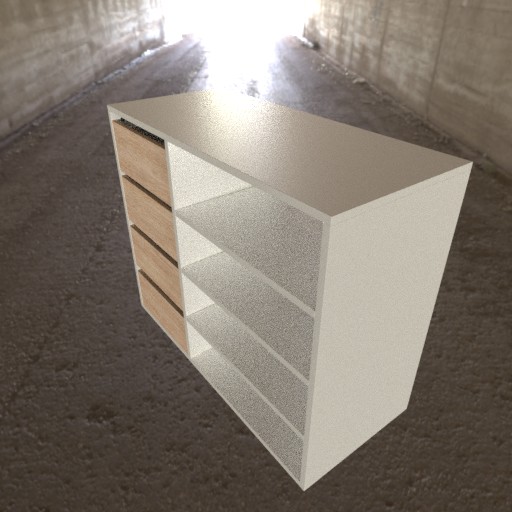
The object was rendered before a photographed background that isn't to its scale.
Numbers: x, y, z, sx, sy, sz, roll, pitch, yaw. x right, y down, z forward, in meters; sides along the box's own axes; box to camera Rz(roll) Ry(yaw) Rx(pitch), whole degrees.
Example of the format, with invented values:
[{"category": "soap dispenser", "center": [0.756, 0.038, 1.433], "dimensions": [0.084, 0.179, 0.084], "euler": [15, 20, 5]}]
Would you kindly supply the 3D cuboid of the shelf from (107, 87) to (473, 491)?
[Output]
[{"category": "shelf", "center": [0.000, 0.000, 1.268], "dimensions": [0.396, 0.732, 0.895], "euler": [-22, 38, -31]}]
